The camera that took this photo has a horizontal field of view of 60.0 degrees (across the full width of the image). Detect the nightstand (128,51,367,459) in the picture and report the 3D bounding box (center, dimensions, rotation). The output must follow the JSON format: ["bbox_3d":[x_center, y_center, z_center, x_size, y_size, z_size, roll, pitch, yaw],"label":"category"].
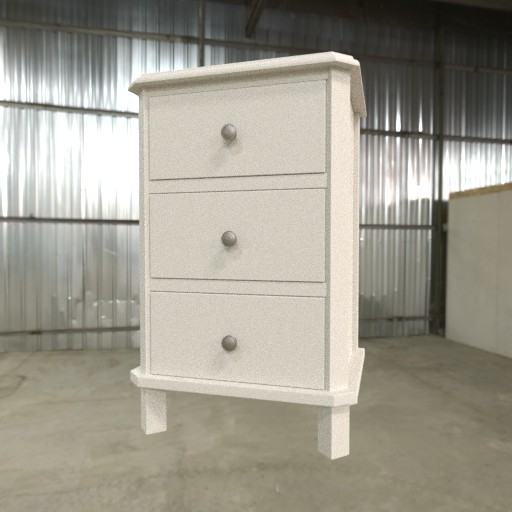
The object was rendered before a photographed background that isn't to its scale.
[{"bbox_3d":[0.000,0.000,0.935,0.435,0.681,0.351,1,2,16],"label":"nightstand"}]
